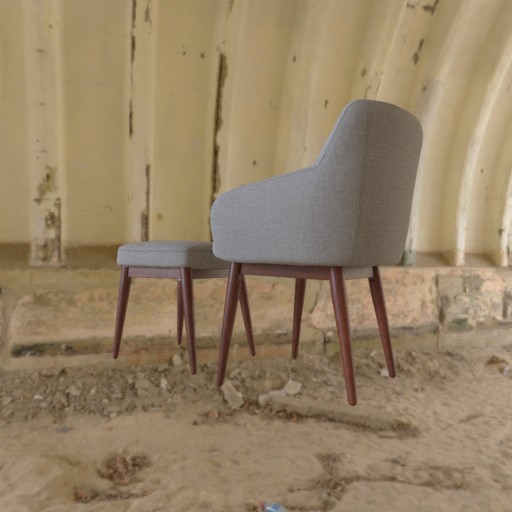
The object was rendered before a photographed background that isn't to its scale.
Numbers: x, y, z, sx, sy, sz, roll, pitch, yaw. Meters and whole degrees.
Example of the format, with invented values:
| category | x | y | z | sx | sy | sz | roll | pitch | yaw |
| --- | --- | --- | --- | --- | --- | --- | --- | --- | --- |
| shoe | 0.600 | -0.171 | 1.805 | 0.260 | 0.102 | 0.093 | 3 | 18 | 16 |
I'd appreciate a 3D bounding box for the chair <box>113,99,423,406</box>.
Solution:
| category | x | y | z | sx | sy | sz | roll | pitch | yaw |
| --- | --- | --- | --- | --- | --- | --- | --- | --- | --- |
| chair | 0.000 | 0.000 | 1.559 | 1.107 | 0.799 | 0.584 | 0 | 0 | 35 |
